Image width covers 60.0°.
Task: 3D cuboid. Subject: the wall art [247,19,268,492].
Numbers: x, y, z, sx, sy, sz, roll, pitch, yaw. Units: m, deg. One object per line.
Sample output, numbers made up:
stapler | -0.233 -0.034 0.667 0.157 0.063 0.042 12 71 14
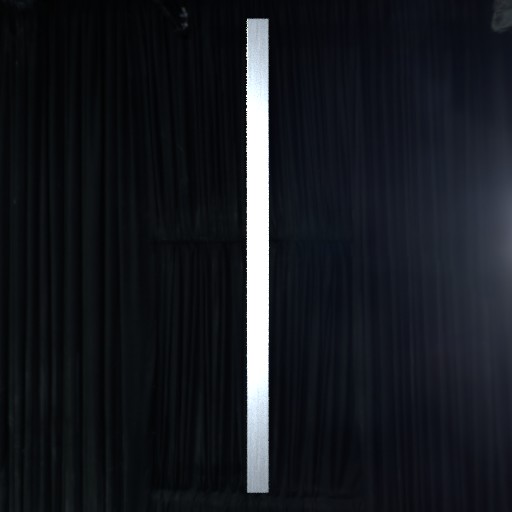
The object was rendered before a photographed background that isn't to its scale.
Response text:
wall art | 0.000 0.000 0.755 0.025 0.569 0.444 0 0 -1
